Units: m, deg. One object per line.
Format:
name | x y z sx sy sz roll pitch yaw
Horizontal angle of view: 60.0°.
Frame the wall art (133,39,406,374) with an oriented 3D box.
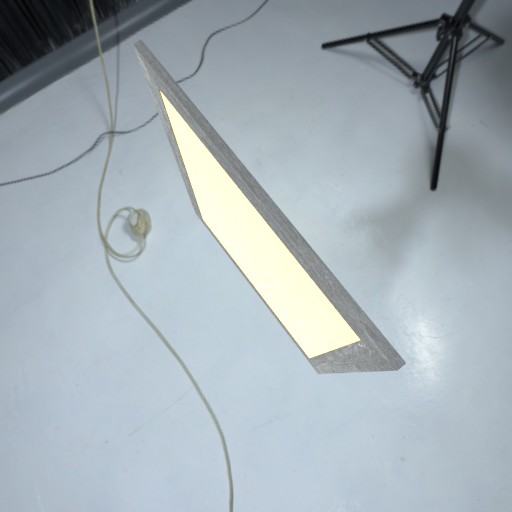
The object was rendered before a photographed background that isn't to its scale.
wall art | 0.000 0.000 0.759 0.013 0.570 0.476 -36 78 -9
